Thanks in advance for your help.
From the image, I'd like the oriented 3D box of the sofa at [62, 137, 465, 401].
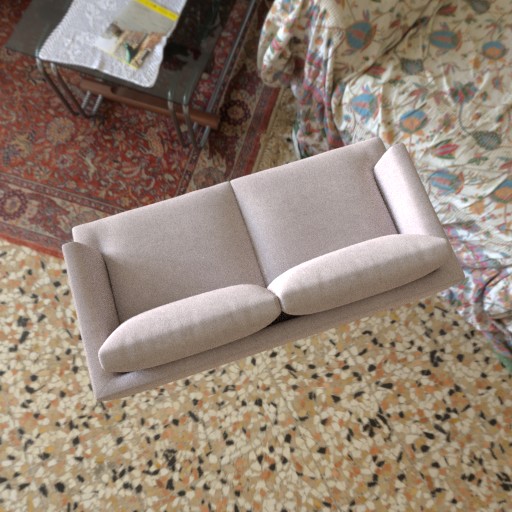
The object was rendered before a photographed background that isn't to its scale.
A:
[{"bbox_3d":[0.000,0.000,2.513,1.948,0.868,1.020,-17,75,-5],"label":"sofa"}]
